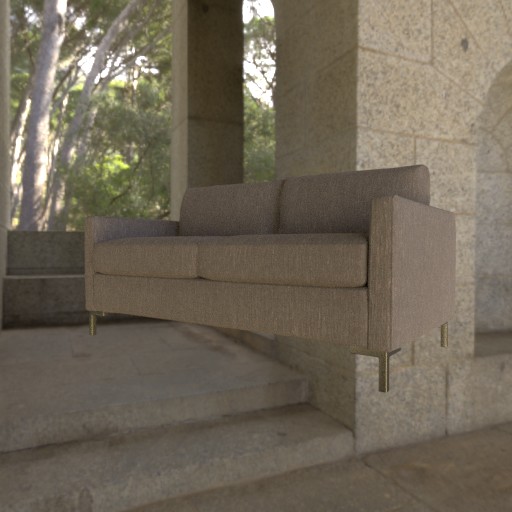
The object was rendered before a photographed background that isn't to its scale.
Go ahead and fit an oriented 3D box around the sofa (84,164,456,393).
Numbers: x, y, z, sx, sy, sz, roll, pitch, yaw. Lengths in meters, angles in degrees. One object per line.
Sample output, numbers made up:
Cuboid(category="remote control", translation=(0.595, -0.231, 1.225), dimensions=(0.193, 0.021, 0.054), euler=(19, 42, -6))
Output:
Cuboid(category="sofa", translation=(0.000, 0.000, 2.185), dimensions=(1.682, 0.840, 0.875), euler=(1, 1, 36))
